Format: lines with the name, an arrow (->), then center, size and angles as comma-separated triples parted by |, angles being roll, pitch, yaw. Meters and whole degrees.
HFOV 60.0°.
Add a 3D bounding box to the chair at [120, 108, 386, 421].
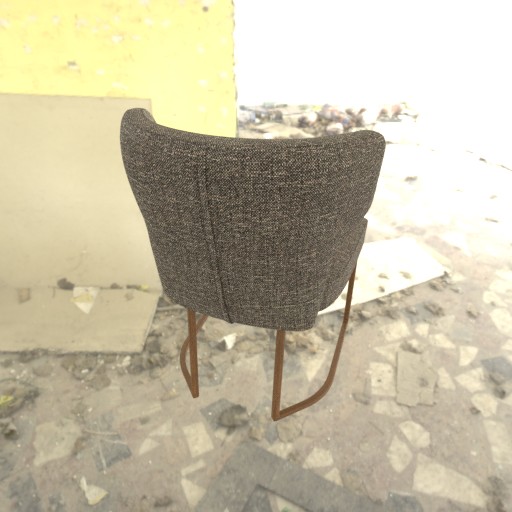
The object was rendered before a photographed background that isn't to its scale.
chair -> 0.000, 0.000, 1.246 | 0.611, 0.824, 0.617 | 10, 34, 16
